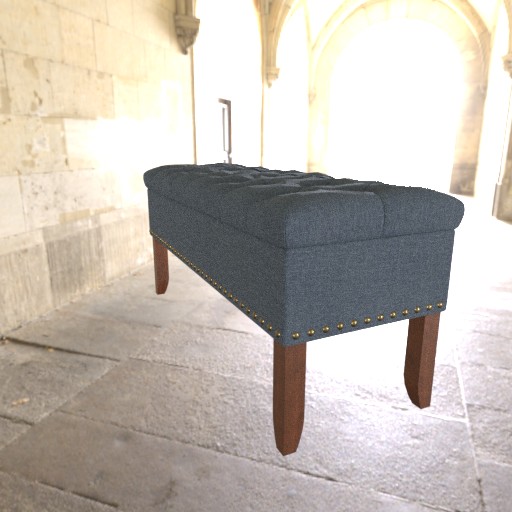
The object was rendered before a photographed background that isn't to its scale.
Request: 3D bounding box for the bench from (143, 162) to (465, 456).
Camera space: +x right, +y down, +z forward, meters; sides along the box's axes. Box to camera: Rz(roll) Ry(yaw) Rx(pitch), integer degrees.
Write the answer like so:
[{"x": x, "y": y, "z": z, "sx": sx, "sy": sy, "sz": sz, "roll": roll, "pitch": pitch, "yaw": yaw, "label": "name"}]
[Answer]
[{"x": 0.000, "y": 0.000, "z": 1.285, "sx": 0.417, "sy": 0.492, "sz": 1.052, "roll": -7, "pitch": 16, "yaw": -25, "label": "bench"}]
